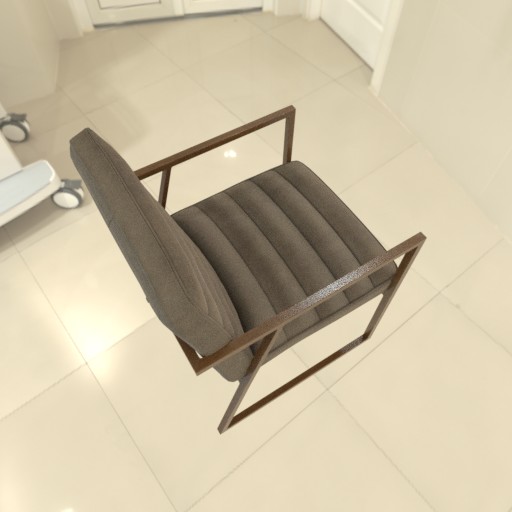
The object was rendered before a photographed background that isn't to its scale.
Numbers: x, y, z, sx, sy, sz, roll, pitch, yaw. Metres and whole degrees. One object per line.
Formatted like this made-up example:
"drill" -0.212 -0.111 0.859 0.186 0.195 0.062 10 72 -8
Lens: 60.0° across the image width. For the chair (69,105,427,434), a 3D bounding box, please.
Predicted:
"chair" 0.000 0.000 1.288 0.682 0.843 0.578 -27 61 -17
